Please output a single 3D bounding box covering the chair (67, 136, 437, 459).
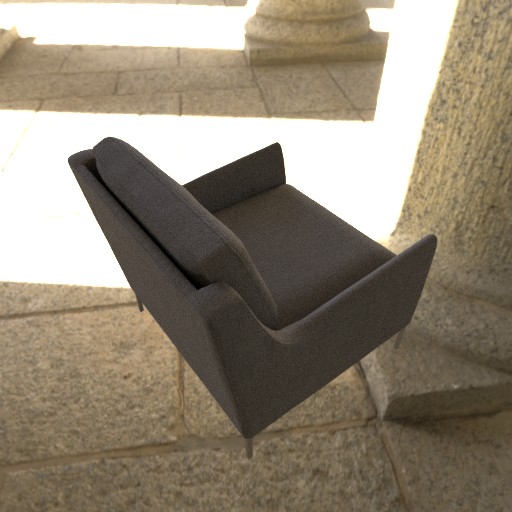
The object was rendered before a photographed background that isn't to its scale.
[{"bbox_3d":[0.000,0.000,1.523,0.849,0.828,0.847,-26,48,-27],"label":"chair"}]
